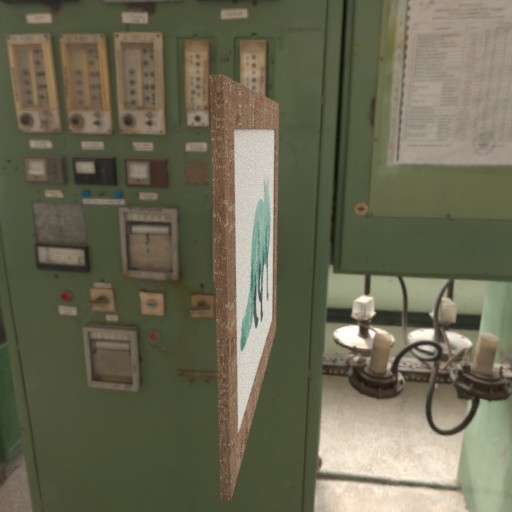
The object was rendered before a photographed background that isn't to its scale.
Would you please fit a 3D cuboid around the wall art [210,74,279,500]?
[{"bbox_3d":[0.000,0.000,0.560,0.012,0.384,0.384,2,16,9],"label":"wall art"}]
